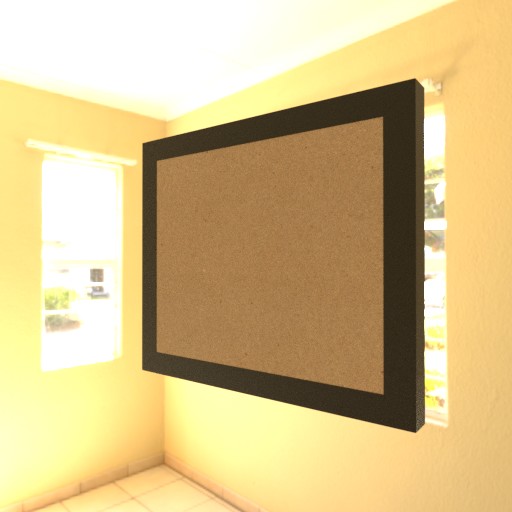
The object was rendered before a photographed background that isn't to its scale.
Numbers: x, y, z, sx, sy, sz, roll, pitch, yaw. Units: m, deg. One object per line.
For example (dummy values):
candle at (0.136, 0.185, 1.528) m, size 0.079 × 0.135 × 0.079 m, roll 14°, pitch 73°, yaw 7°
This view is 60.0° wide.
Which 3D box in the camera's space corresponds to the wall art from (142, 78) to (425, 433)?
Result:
wall art at (0.000, 0.000, 0.525) m, size 0.381 × 0.321 × 0.028 m, roll 0°, pitch 0°, yaw 37°
